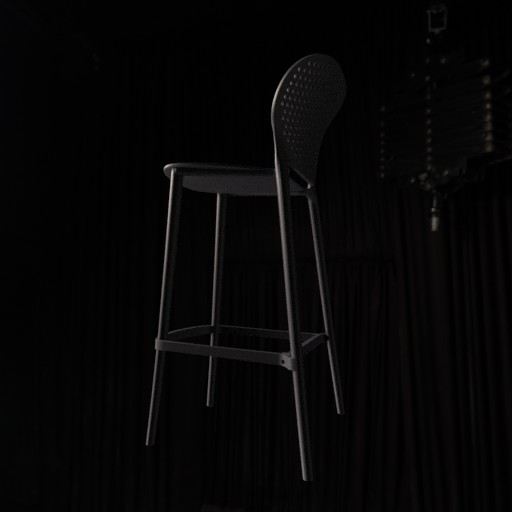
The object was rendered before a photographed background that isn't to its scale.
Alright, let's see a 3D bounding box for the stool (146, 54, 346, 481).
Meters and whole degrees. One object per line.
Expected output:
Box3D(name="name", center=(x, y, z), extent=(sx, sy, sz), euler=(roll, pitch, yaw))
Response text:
Box3D(name="stool", center=(0.000, 0.000, 1.340), extent=(0.535, 1.045, 0.536), euler=(-1, -3, 19))
